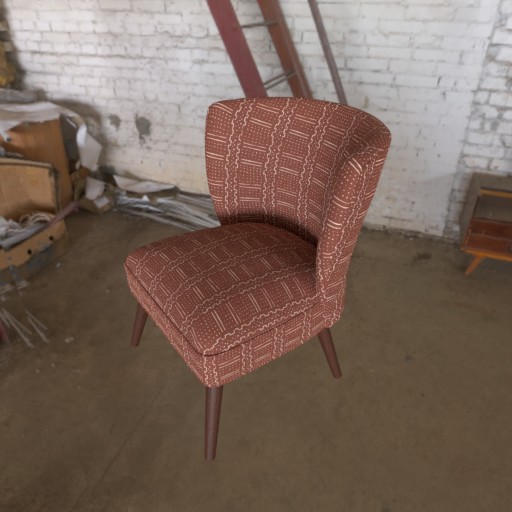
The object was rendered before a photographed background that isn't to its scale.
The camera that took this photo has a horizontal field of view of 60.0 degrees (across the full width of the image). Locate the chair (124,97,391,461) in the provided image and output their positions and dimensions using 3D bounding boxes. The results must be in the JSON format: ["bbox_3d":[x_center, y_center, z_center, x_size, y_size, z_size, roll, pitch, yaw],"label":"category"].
[{"bbox_3d":[0.000,0.000,1.453,0.758,0.866,0.706,-21,38,-29],"label":"chair"}]
